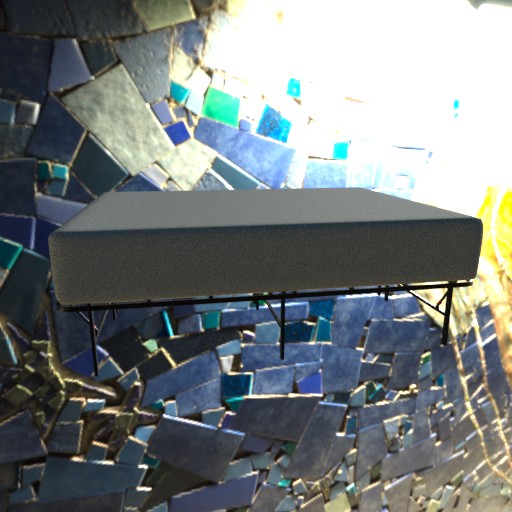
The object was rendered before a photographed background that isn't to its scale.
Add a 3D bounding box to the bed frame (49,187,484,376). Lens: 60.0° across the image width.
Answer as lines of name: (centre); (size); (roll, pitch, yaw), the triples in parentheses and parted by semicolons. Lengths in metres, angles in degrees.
bed frame: (0.000, 0.000, 2.782); (2.037, 0.677, 1.528); (-3, 15, -10)
